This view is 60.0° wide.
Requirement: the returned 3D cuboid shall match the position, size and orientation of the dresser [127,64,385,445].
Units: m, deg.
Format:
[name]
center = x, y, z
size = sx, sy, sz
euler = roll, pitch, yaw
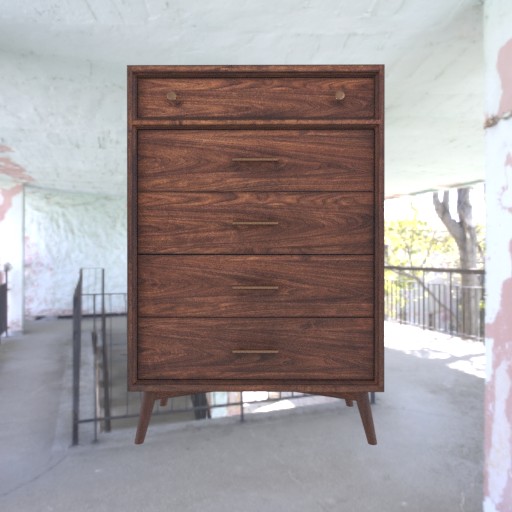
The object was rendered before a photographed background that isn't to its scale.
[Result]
[dresser]
center = 0.000, 0.000, 1.812
size = 0.919, 1.365, 0.498
euler = 0, 0, 0
